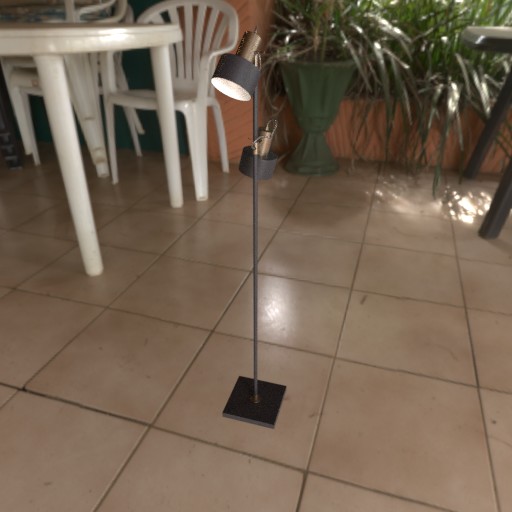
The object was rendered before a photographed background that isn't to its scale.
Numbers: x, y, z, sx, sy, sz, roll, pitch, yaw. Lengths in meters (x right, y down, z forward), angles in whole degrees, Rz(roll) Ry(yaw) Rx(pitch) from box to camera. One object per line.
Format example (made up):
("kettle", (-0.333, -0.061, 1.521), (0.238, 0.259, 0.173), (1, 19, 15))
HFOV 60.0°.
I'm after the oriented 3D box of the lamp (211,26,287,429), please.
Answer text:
("lamp", (0.000, 0.000, 1.633), (0.233, 1.505, 0.315), (8, 30, 14))
